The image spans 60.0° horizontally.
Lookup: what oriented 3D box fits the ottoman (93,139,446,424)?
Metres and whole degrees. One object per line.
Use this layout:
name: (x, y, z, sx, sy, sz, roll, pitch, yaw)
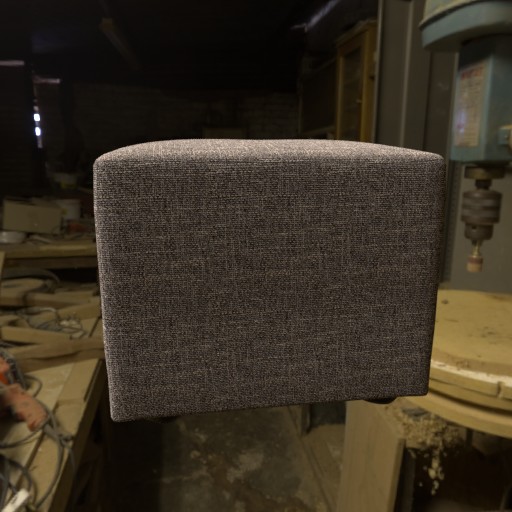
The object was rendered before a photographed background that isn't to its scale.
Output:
ottoman: (0.000, 0.000, 0.894, 0.521, 0.453, 0.512, -2, 13, -8)
